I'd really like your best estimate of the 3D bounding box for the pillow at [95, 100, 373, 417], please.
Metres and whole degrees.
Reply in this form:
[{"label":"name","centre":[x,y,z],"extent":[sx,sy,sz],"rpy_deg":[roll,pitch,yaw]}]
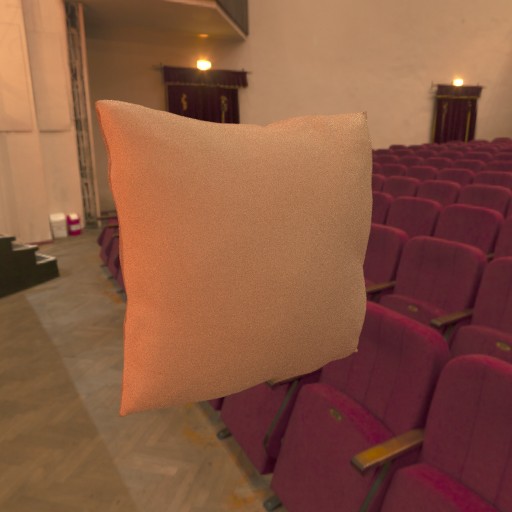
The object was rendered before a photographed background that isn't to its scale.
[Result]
[{"label":"pillow","centre":[0.000,0.000,0.692],"extent":[0.450,0.448,0.245],"rpy_deg":[-8,18,-27]}]
